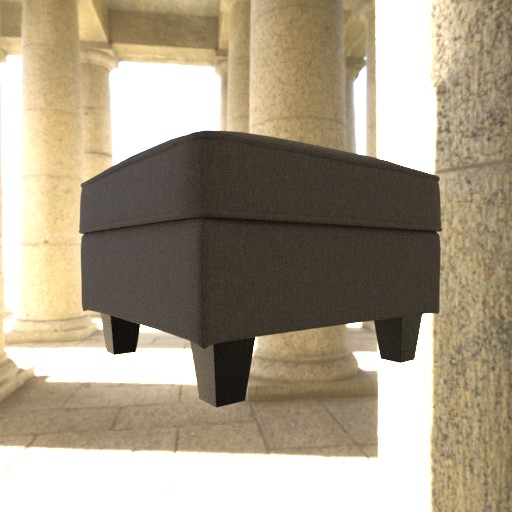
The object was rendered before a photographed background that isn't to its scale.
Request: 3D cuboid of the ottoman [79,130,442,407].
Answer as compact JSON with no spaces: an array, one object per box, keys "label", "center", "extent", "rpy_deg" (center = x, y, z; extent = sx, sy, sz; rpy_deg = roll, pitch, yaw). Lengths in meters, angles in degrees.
[{"label":"ottoman","center":[0.000,0.000,1.367],"extent":[0.871,0.612,0.808],"rpy_deg":[0,0,-37]}]
